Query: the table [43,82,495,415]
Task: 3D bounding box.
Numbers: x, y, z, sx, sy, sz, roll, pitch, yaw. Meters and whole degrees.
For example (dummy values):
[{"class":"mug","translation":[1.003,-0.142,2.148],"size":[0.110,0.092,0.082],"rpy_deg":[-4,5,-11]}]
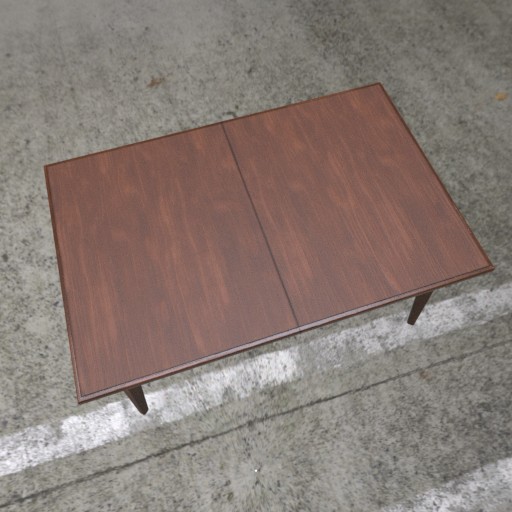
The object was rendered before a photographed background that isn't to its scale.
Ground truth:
[{"class":"table","translation":[0.000,0.000,2.063],"size":[1.524,0.761,0.990],"rpy_deg":[-16,65,-8]}]
